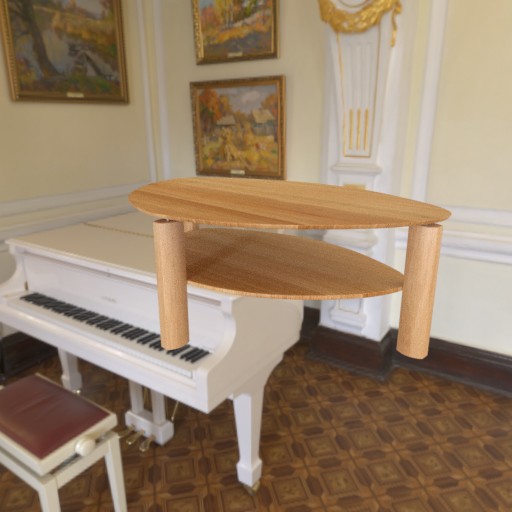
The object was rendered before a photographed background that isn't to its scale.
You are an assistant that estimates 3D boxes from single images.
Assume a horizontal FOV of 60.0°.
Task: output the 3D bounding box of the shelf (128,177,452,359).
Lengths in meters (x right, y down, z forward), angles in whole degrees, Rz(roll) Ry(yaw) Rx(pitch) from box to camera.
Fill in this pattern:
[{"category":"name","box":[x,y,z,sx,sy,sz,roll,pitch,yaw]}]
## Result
[{"category":"shelf","box":[0.000,0.000,1.614,0.845,0.440,1.246,-16,23,-42]}]
